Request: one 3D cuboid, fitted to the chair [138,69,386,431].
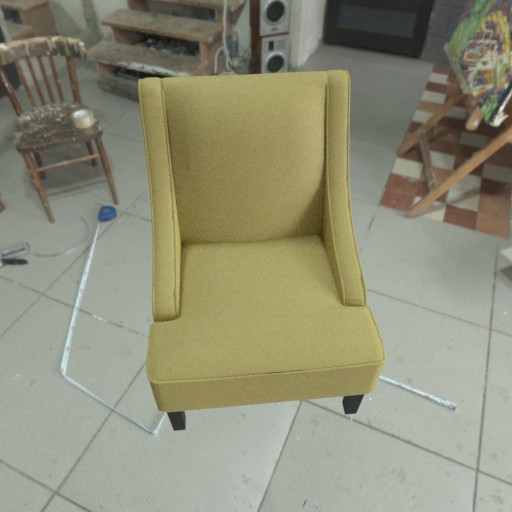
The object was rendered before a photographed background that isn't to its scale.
[{"bbox_3d":[0.000,0.000,1.476,0.696,0.896,0.814,-4,46,-4],"label":"chair"}]
